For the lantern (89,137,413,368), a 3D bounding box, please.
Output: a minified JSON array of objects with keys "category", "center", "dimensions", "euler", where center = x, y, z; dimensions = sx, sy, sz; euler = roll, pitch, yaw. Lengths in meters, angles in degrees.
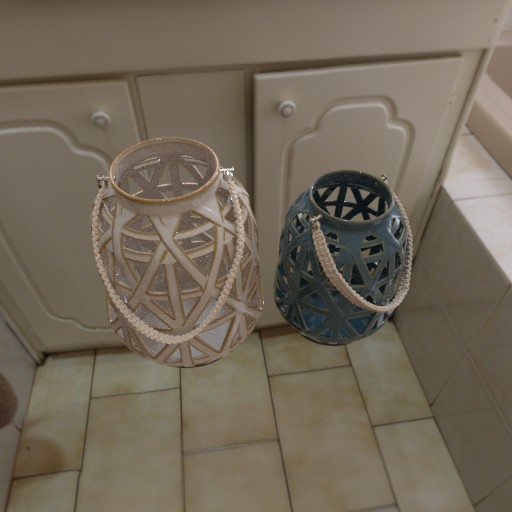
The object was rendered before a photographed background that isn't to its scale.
[{"category":"lantern","center":[0.000,0.000,0.621],"dimensions":[0.439,0.307,0.245],"euler":[-4,47,-4]}]
